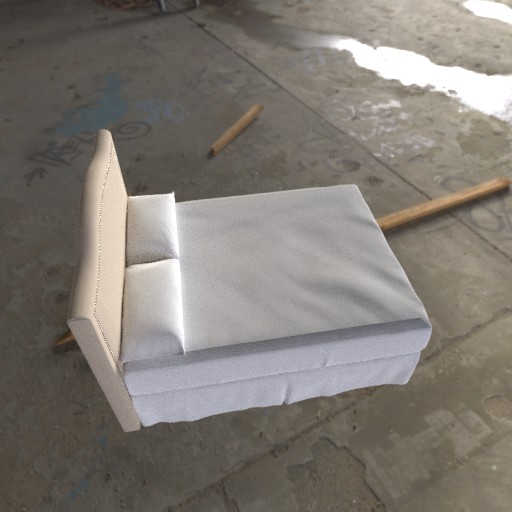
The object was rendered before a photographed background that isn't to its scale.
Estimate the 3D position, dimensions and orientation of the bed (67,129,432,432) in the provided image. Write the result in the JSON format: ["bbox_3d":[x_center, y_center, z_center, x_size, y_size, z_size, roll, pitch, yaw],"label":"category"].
[{"bbox_3d":[0.000,0.000,3.262,2.143,1.460,1.753,-7,47,-7],"label":"bed"}]
